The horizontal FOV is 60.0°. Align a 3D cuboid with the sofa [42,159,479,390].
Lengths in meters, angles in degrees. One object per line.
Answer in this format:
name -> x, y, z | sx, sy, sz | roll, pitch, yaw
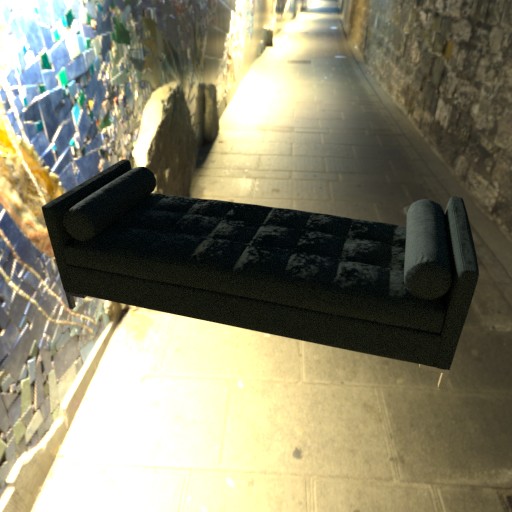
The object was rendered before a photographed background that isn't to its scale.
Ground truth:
sofa -> 0.000, 0.000, 2.472 | 2.102, 0.657, 0.797 | 9, 32, 15
